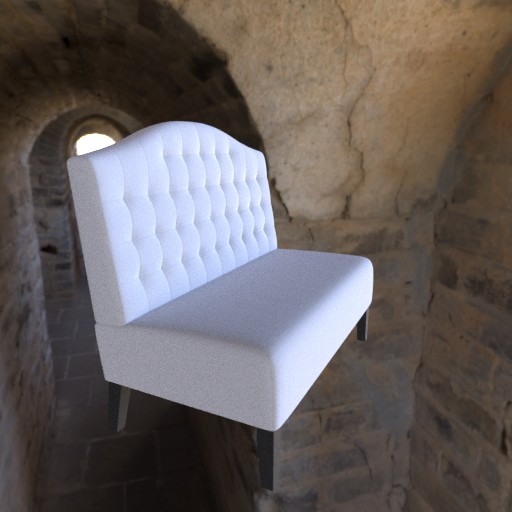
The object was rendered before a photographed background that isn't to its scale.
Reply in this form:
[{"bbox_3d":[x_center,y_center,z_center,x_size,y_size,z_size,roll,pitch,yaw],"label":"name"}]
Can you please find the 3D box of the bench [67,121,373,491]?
[{"bbox_3d":[0.000,0.000,2.006,0.815,1.180,1.335,7,16,26],"label":"bench"}]
